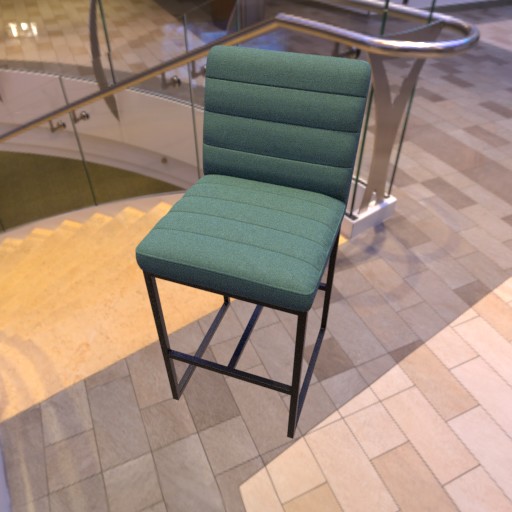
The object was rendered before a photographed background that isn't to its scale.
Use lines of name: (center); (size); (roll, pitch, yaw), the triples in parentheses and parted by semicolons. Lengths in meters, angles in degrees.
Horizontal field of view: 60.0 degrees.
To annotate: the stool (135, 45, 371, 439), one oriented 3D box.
stool: (0.000, 0.000, 1.342); (0.460, 1.040, 0.560); (13, 43, 15)
